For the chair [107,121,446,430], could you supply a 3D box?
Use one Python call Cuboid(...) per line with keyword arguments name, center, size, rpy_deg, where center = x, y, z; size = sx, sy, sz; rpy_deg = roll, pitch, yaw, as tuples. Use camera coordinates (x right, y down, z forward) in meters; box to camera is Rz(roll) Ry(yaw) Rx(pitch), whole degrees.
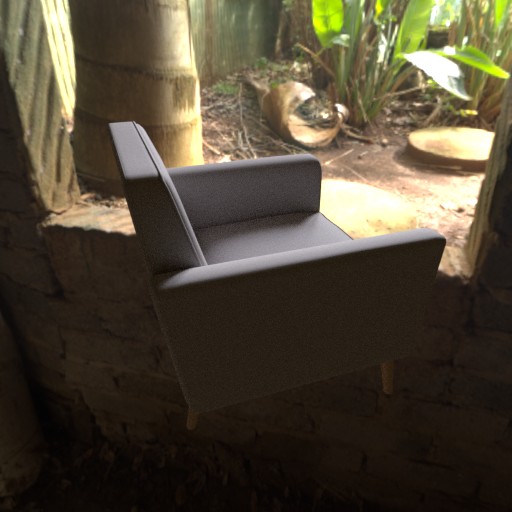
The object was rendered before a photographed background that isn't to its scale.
Cuboid(name="chair", center=(0.000, 0.000, 1.386), size=(0.750, 0.780, 0.780), rpy_deg=(-10, 31, -17))
